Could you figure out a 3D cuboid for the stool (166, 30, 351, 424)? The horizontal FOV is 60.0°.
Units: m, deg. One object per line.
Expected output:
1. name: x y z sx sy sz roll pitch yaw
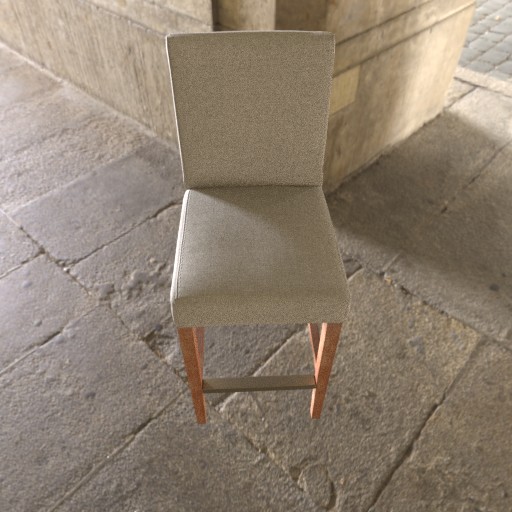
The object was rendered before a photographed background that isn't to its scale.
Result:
1. stool: 0.000 0.000 1.320 0.439 1.088 0.570 -2 47 -2
